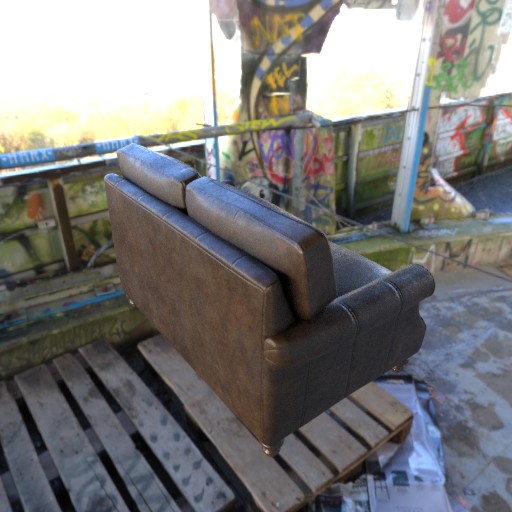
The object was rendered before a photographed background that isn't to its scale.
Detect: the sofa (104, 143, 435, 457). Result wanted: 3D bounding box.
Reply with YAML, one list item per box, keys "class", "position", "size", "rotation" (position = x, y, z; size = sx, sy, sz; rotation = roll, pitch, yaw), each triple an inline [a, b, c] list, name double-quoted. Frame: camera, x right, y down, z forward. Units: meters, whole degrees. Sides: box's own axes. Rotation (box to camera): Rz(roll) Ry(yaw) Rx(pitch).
- class: "sofa"
  position: [0.000, 0.000, 2.268]
  size: [0.990, 0.976, 1.616]
  rotation: [-19, 33, -32]
